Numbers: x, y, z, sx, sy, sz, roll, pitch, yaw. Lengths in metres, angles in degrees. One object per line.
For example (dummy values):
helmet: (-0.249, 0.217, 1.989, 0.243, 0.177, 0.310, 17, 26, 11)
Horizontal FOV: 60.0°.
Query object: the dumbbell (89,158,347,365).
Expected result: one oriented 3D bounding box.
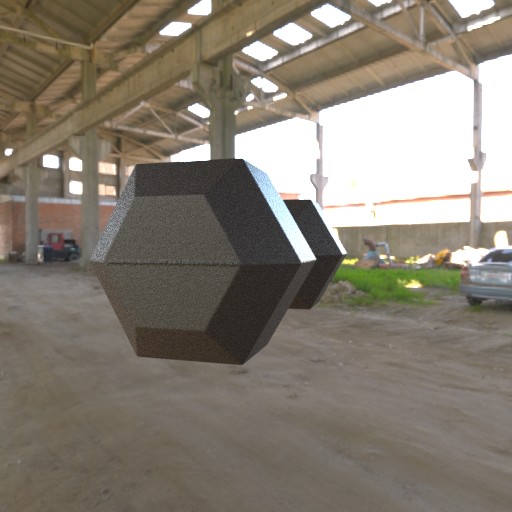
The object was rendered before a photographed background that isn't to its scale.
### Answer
dumbbell: (0.000, 0.000, 0.378, 0.129, 0.113, 0.315, 0, 1, 17)
